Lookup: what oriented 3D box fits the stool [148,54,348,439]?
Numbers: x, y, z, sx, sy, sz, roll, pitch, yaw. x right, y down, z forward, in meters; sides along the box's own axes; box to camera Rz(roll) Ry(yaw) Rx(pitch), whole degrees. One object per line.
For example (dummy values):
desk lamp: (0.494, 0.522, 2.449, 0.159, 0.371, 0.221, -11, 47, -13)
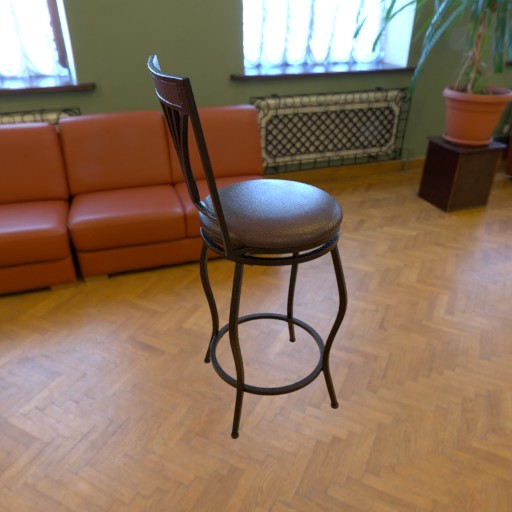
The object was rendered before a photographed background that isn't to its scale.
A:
stool: (0.000, 0.000, 1.374, 0.514, 1.117, 0.433, -10, 32, -17)
